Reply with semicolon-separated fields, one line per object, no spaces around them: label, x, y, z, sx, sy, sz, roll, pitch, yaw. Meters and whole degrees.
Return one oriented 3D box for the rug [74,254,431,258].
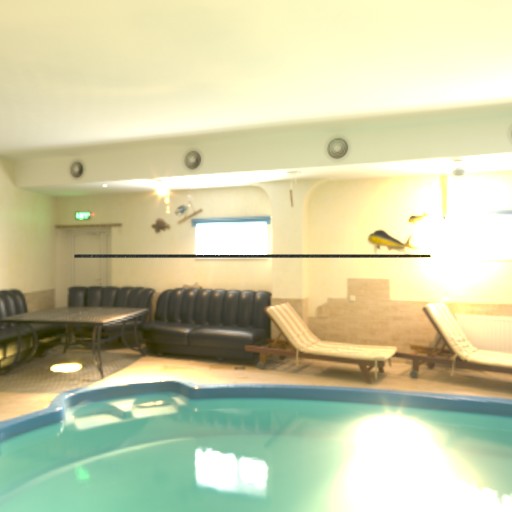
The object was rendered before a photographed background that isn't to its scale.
rug;0.000;0.000;3.087;1.530;0.015;2.449;0;0;1
